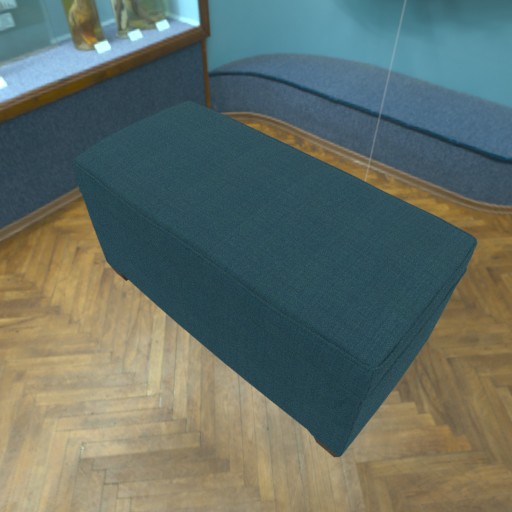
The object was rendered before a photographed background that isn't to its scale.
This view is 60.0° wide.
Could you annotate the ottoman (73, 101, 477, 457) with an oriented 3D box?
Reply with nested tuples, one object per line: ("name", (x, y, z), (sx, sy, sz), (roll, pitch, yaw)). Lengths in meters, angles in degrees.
("ottoman", (0.000, 0.000, 1.212), (0.943, 0.474, 0.474), (33, 55, 27))
